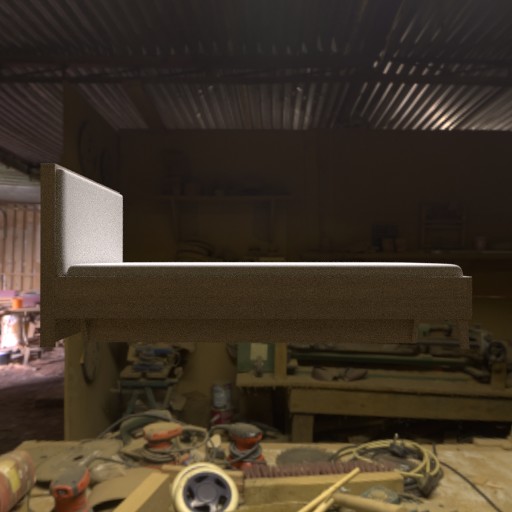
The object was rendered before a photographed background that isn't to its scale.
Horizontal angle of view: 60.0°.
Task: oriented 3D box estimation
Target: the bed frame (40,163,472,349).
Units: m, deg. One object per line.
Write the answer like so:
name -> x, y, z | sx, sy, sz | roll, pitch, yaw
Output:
bed frame -> 0.000, 0.000, 2.691 | 2.140, 0.920, 0.990 | 0, 0, 1
